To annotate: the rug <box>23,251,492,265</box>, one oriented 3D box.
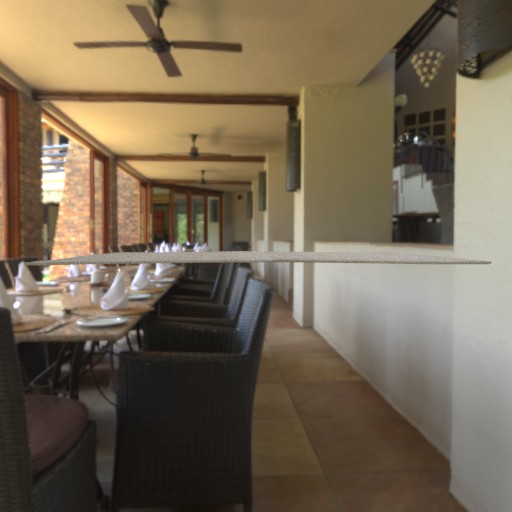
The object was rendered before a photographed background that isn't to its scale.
[{"bbox_3d":[0.000,0.000,3.702,2.869,0.038,2.032,0,2,-1],"label":"rug"}]
